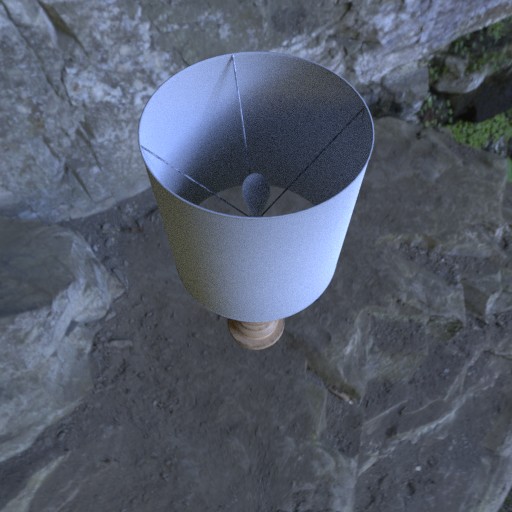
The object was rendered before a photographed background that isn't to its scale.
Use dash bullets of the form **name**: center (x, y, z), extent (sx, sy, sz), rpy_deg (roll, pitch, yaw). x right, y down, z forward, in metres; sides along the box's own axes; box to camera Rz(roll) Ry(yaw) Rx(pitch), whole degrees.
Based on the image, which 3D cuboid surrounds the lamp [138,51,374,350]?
- **lamp**: center (0.000, 0.000, 0.589), extent (0.208, 0.455, 0.208), rpy_deg (-30, 63, -17)
